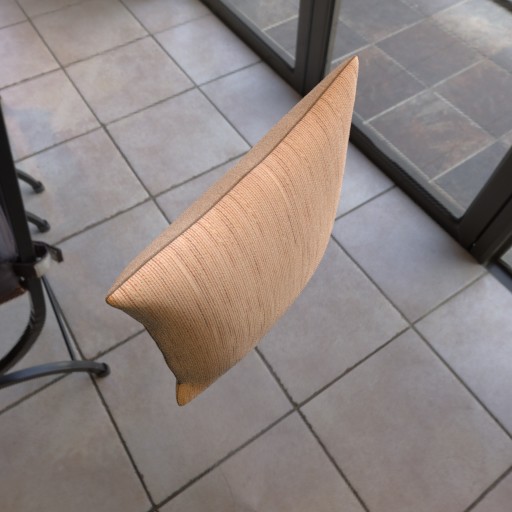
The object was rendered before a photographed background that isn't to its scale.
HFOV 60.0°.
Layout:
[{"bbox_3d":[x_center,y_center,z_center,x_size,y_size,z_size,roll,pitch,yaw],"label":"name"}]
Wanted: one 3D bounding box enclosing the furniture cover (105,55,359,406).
[{"bbox_3d":[0.000,0.000,0.776,0.178,0.506,0.512,34,65,18],"label":"furniture cover"}]
